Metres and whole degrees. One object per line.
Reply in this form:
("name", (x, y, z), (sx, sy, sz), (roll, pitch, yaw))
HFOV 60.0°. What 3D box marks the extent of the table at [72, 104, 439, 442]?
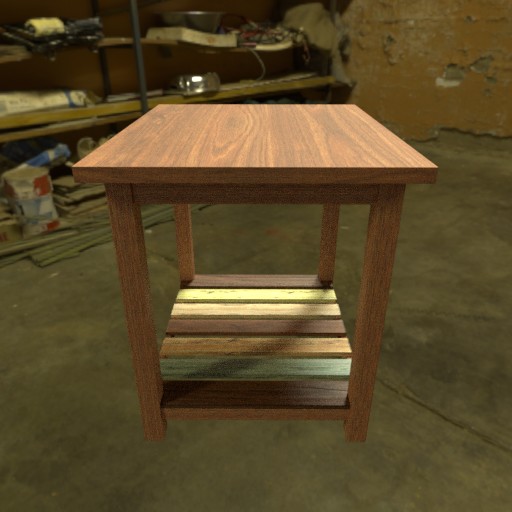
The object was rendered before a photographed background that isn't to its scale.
("table", (0.000, 0.000, 1.112), (0.559, 0.635, 0.660), (0, 27, 0))
